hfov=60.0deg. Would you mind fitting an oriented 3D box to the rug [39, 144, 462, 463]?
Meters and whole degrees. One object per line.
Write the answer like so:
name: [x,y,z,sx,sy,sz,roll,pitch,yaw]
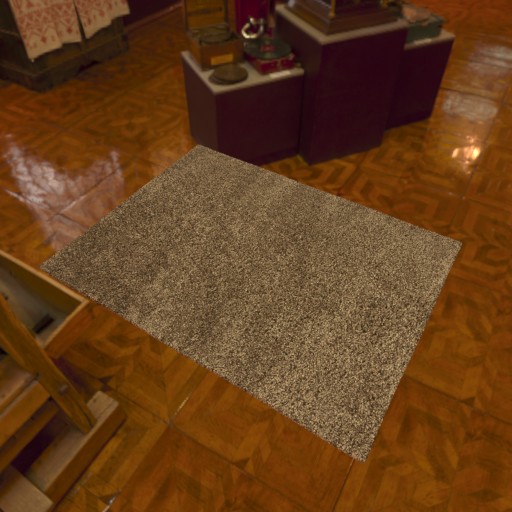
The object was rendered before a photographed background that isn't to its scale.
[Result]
rug: [0.000,0.000,2.090,1.601,0.025,1.198,25,51,22]
